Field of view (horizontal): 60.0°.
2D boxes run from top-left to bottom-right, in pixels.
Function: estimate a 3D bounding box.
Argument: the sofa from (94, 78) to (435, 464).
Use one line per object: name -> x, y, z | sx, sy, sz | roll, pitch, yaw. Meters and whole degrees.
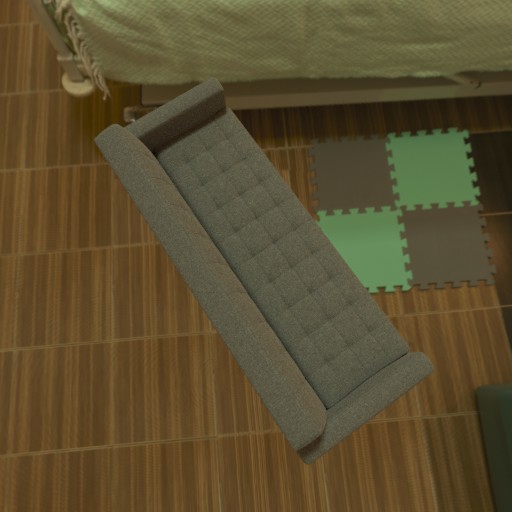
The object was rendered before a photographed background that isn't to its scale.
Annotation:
sofa -> 0.000, 0.000, 2.491 | 0.810, 0.850, 2.040 | -33, 77, -8
